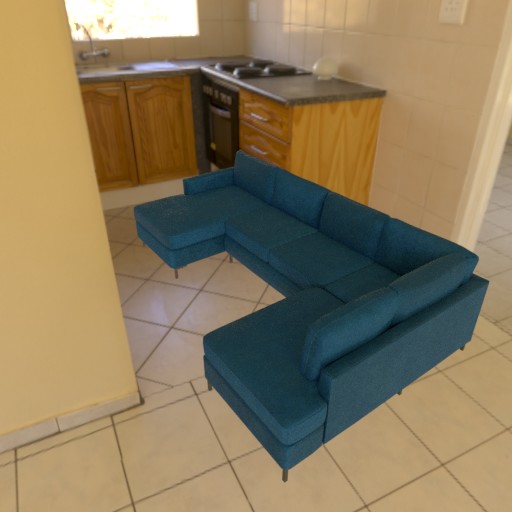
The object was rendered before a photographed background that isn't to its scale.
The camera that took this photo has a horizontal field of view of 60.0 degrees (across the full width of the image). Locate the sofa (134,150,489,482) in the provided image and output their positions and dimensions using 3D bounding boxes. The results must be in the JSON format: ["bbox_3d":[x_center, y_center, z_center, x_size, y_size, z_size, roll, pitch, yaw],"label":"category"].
[{"bbox_3d":[0.000,0.000,4.215,2.055,0.992,3.434,-20,36,-30],"label":"sofa"}]
